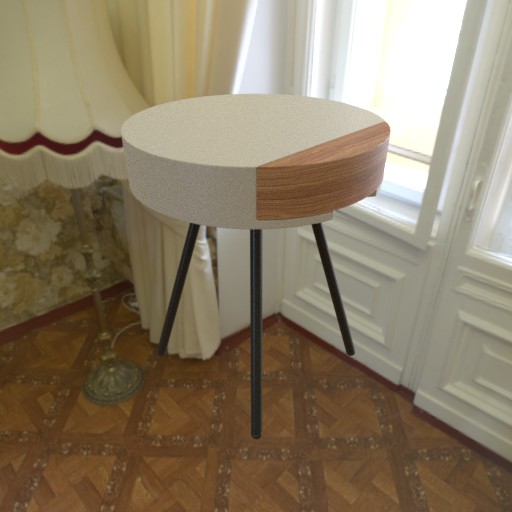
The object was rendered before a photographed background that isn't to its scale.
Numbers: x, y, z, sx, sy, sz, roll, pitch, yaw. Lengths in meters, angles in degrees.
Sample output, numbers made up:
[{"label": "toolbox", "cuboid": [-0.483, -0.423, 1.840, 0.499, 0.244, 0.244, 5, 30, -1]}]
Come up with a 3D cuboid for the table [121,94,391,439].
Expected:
[{"label": "table", "cuboid": [0.000, 0.000, 0.872, 0.450, 0.525, 0.450, 0, 32, 0]}]
